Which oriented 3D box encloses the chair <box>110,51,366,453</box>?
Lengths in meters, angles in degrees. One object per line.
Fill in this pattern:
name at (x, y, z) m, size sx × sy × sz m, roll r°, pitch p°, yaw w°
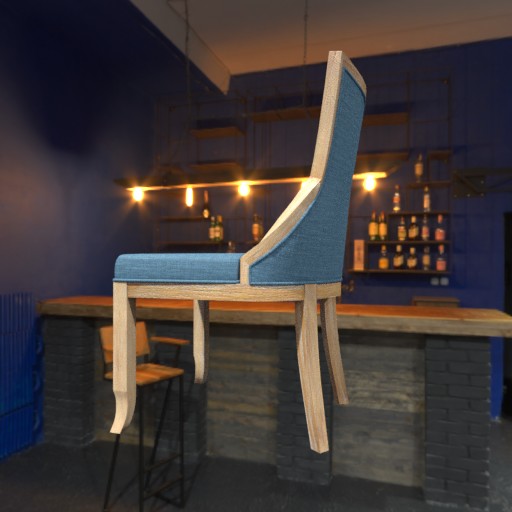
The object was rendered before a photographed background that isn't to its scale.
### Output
chair at (0.000, 0.000, 1.324) m, size 0.641 × 0.947 × 0.524 m, roll 0°, pitch 0°, yaw 19°
